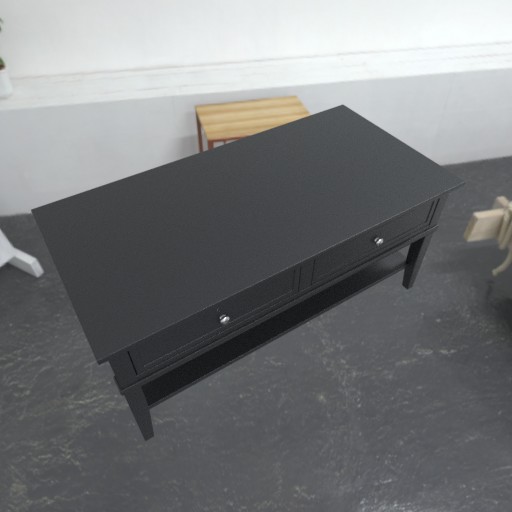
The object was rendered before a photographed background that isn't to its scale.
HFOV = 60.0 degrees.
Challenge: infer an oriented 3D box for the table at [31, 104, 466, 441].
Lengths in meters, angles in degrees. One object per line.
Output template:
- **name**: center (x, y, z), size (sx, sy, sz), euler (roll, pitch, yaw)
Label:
- **table**: center (0.000, 0.000, 1.352), size (1.044, 0.470, 0.523), euler (-25, 51, -22)
